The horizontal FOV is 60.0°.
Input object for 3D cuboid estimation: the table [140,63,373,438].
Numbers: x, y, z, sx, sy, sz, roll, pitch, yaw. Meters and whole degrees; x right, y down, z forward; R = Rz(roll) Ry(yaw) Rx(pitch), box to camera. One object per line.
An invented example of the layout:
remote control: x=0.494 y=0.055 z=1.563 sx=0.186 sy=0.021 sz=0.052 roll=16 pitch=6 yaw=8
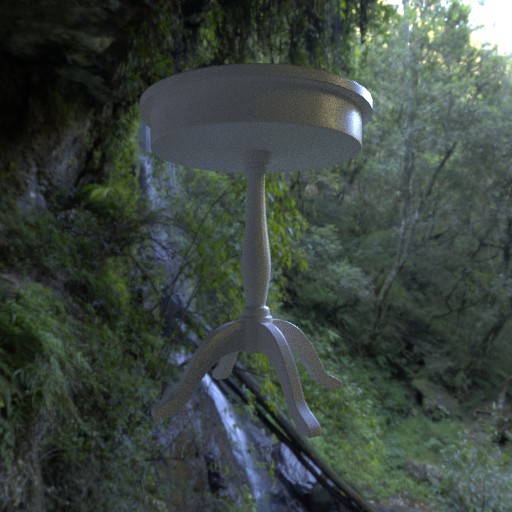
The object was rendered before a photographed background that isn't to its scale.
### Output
table: x=0.000 y=0.000 z=1.005 sx=0.513 sy=0.653 sz=0.513 roll=0 pitch=0 yaw=0
